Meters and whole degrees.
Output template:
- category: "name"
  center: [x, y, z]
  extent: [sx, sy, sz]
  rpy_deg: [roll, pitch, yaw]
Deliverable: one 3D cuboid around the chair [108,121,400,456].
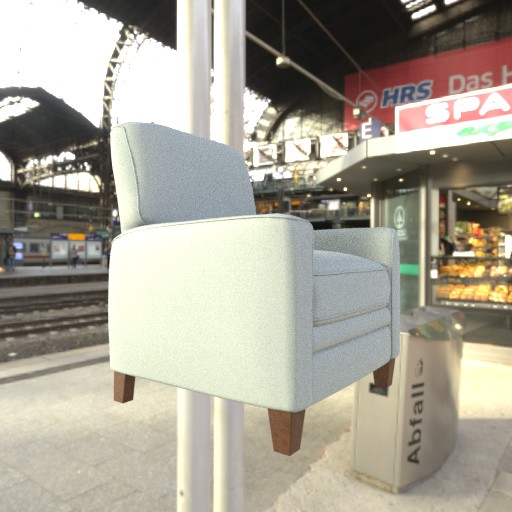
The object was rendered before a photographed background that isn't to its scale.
- category: "chair"
  center: [0.000, 0.000, 1.644]
  extent: [0.846, 1.007, 0.853]
  rpy_deg: [0, 0, 36]
